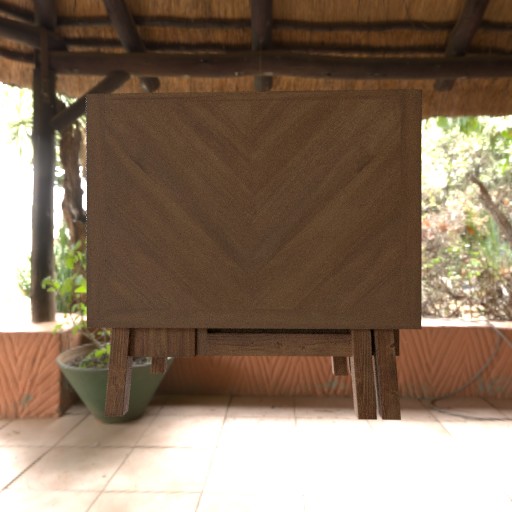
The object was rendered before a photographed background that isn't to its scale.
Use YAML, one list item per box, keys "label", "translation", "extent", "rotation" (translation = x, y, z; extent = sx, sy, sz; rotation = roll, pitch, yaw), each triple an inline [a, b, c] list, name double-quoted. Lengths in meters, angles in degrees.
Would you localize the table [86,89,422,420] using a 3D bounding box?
- label: "table"
  translation: [0.000, 0.000, 1.619]
  extent: [0.967, 0.981, 0.701]
  rotation: [0, -1, 2]
